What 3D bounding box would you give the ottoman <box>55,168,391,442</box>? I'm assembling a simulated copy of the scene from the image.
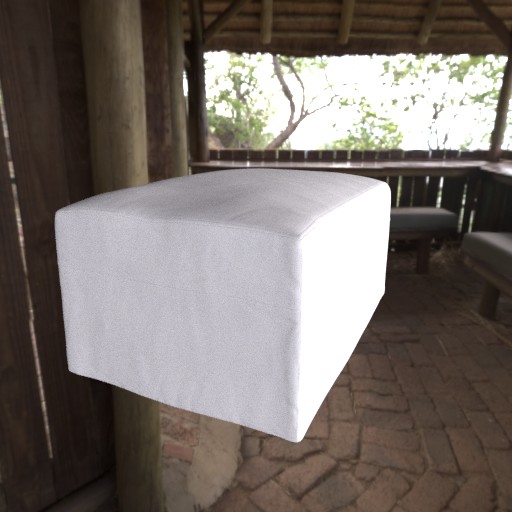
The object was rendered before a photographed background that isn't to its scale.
[{"bbox_3d":[0.000,0.000,1.218,0.590,0.444,0.872,7,17,24],"label":"ottoman"}]
